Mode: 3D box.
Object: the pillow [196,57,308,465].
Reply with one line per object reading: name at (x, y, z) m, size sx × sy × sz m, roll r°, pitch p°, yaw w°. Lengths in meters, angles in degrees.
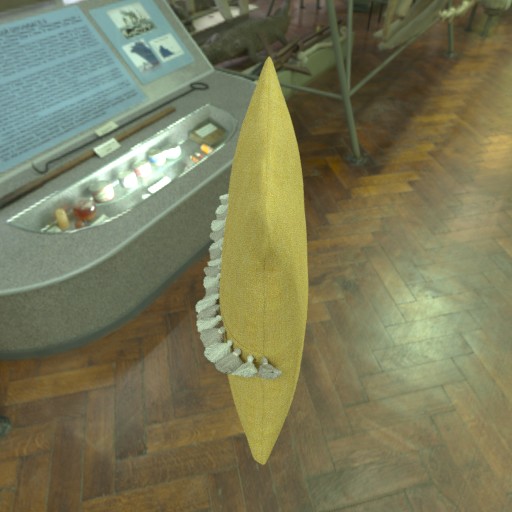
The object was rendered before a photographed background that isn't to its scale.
pillow at (0.000, 0.000, 0.731) m, size 0.167 × 0.481 × 0.485 m, roll 1°, pitch 42°, yaw 1°
